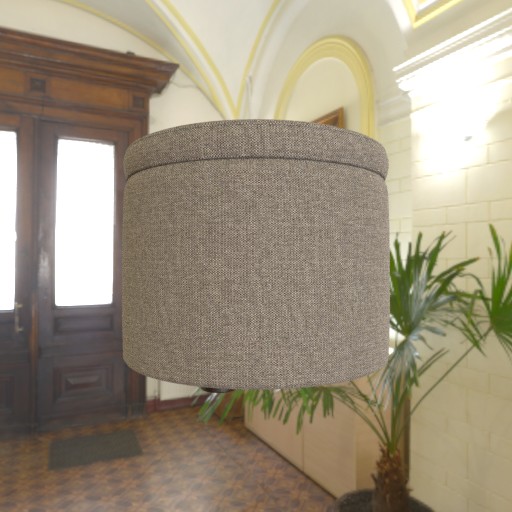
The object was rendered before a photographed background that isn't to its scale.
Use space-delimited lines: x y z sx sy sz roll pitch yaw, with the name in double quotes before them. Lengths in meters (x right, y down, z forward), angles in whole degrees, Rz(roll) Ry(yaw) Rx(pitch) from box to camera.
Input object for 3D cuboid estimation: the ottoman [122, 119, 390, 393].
"ottoman" 0.000 0.000 0.900 0.520 0.430 0.520 0 -1 0
